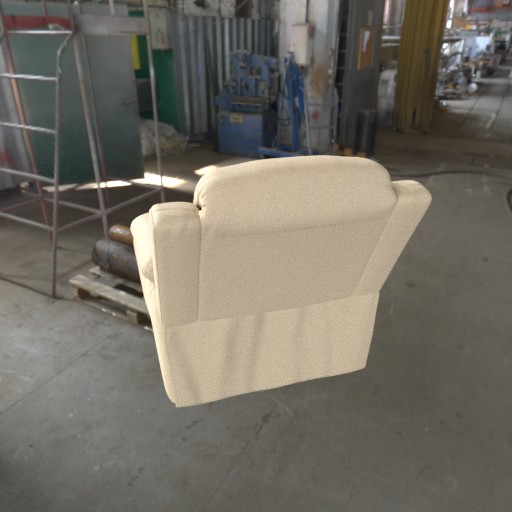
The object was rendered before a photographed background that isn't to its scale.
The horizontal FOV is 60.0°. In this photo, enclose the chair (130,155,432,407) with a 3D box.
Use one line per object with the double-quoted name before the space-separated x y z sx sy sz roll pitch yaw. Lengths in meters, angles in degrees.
"chair" 0.000 0.000 1.282 0.680 0.702 0.709 -7 27 -15
